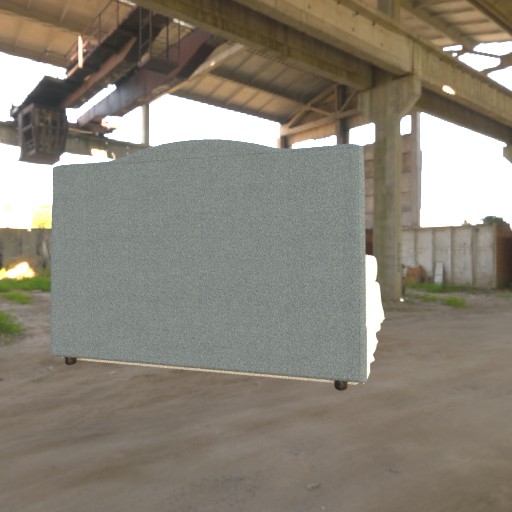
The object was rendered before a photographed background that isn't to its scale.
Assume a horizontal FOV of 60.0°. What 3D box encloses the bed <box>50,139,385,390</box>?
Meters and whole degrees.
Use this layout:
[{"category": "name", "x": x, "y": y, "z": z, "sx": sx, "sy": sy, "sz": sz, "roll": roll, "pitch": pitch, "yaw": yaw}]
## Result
[{"category": "bed", "x": 0.000, "y": 0.000, "z": 3.968, "sx": 2.161, "sy": 1.457, "sz": 2.689, "roll": 0, "pitch": 1, "yaw": 18}]
